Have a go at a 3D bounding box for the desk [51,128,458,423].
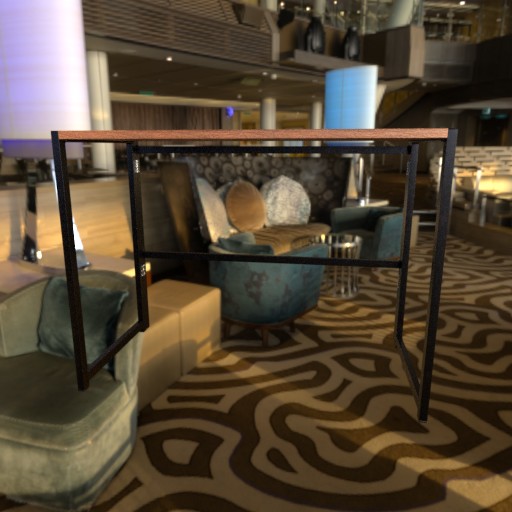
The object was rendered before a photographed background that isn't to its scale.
[{"bbox_3d":[0.000,0.000,1.419,1.016,0.762,0.508,2,14,9],"label":"desk"}]
